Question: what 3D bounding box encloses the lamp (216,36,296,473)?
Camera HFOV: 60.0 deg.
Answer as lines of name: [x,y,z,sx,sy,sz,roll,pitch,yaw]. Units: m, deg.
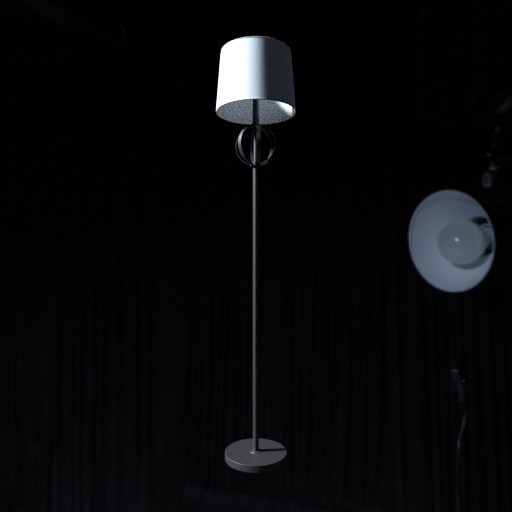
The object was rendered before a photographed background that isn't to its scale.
lamp: [0.000,0.000,1.603,0.286,1.462,0.286,0,0,19]
